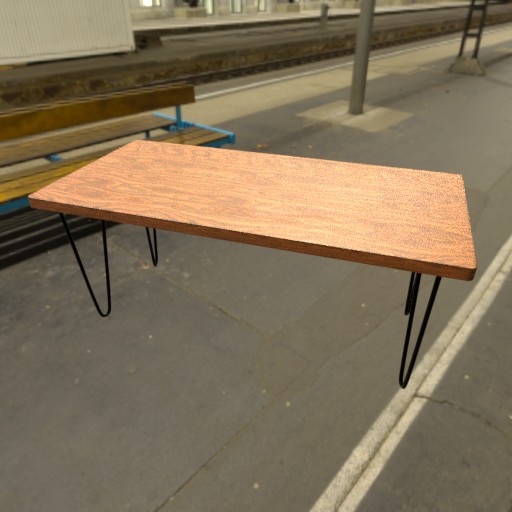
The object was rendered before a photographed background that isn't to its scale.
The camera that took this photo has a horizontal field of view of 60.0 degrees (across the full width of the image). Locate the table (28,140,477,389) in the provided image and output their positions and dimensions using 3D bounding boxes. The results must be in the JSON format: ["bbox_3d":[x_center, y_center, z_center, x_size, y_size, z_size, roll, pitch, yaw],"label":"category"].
[{"bbox_3d":[0.000,0.000,2.208,1.791,0.753,0.883,10,33,16],"label":"table"}]
